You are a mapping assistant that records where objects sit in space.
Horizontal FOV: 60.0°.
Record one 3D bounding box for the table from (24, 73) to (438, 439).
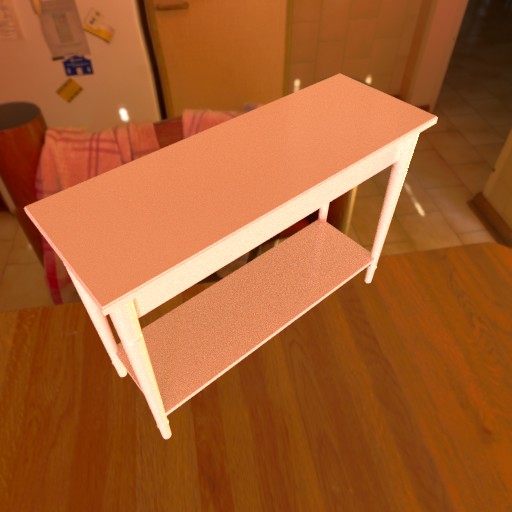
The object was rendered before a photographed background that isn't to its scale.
[{"bbox_3d":[0.000,0.000,1.417,1.067,0.749,0.381,-32,54,-27],"label":"table"}]
